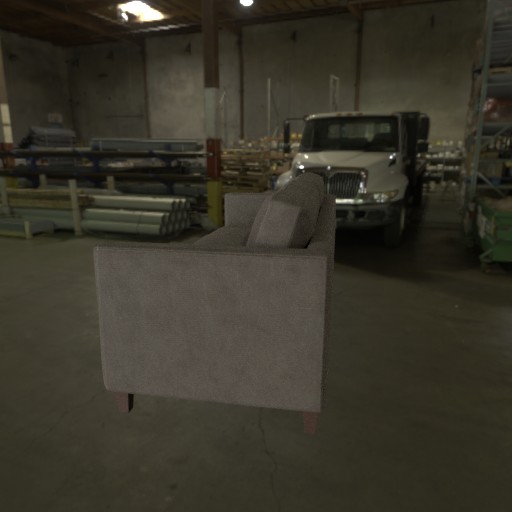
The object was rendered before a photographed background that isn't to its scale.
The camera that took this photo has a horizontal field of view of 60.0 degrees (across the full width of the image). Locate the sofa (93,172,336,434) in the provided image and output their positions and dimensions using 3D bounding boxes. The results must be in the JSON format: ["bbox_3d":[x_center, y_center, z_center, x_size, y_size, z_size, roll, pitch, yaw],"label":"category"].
[{"bbox_3d":[0.000,0.000,2.744,0.951,0.965,2.208,2,14,10],"label":"sofa"}]
